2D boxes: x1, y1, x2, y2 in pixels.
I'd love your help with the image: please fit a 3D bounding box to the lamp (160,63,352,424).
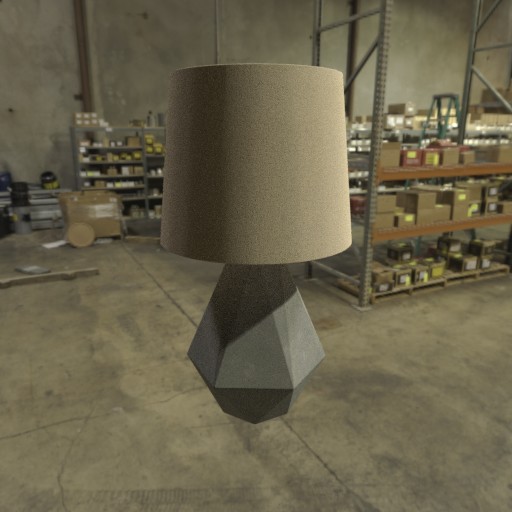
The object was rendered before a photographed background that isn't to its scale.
[{"bbox_3d":[0.000,0.000,0.661,0.276,0.501,0.276,0,16,0],"label":"lamp"}]
